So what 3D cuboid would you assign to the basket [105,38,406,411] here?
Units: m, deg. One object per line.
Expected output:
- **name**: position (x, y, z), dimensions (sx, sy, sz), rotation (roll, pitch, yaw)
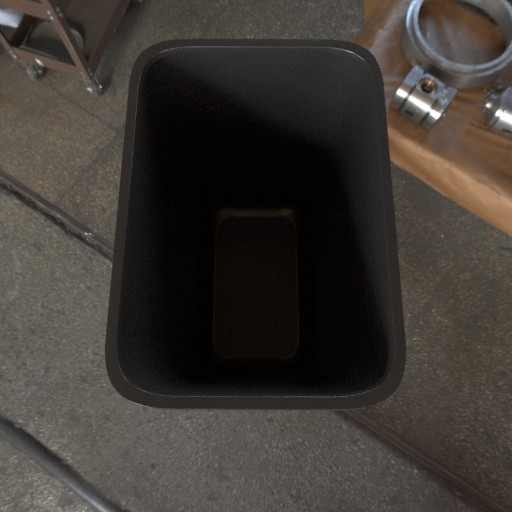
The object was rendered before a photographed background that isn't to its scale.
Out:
- **basket**: position (0.000, 0.000, 0.484), dimensions (0.211, 0.307, 0.300), rotation (0, 75, 0)
